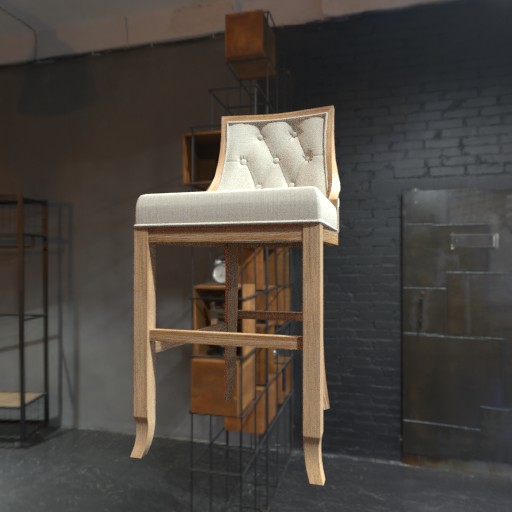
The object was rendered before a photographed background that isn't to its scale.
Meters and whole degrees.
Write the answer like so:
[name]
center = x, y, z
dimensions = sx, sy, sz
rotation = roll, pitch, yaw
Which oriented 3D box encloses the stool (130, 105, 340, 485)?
[stool]
center = 0.000, 0.000, 1.430
dimensions = 0.524, 1.101, 0.626
rotation = 0, 0, 17
